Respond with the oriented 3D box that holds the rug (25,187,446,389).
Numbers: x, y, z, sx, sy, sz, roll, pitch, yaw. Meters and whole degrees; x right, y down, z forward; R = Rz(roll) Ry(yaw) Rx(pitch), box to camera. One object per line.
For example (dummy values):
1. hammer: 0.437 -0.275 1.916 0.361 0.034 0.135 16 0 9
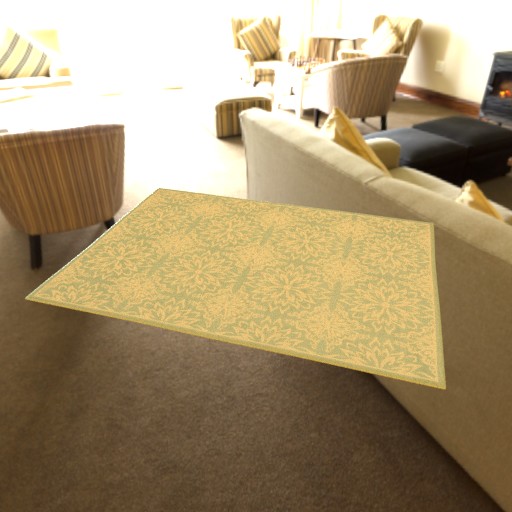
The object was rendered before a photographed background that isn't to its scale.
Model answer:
1. rug: 0.000 0.000 2.838 2.205 0.014 1.589 9 34 14
